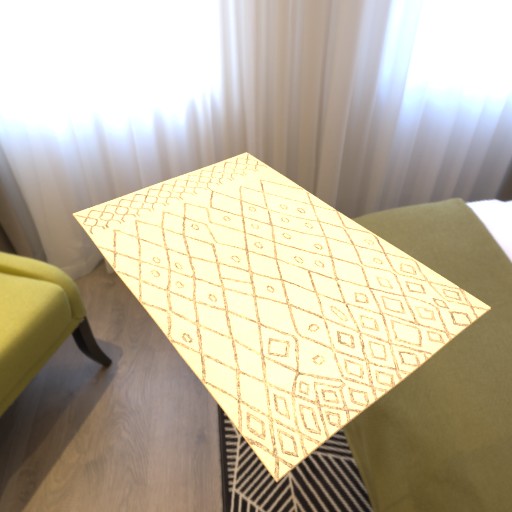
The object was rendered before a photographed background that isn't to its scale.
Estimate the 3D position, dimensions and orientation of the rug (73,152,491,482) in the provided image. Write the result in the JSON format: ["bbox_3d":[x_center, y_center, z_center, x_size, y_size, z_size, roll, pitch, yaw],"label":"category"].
[{"bbox_3d":[0.000,0.000,2.227,1.222,0.015,1.828,-26,47,-27],"label":"rug"}]
